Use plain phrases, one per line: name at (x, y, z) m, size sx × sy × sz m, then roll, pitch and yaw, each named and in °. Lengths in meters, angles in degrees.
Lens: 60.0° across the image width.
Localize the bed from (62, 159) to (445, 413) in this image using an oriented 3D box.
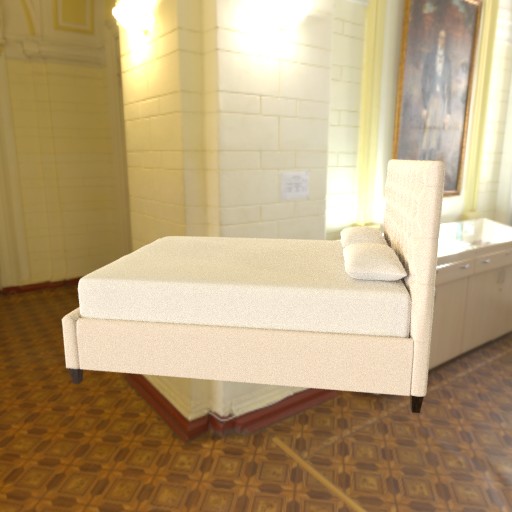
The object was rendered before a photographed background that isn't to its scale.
bed at (0.000, 0.000, 3.360) m, size 2.233 × 1.426 × 1.696 m, roll 2°, pitch 13°, yaw 9°
